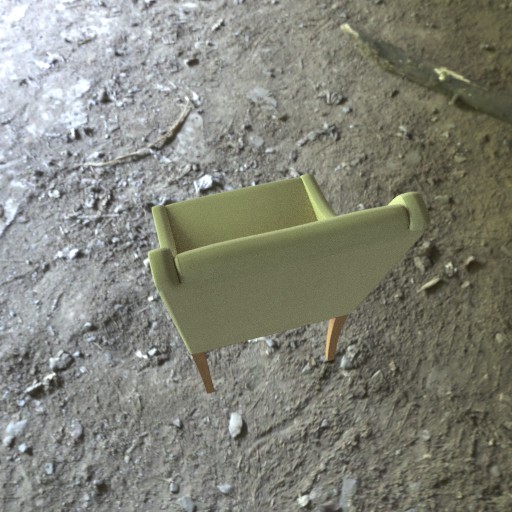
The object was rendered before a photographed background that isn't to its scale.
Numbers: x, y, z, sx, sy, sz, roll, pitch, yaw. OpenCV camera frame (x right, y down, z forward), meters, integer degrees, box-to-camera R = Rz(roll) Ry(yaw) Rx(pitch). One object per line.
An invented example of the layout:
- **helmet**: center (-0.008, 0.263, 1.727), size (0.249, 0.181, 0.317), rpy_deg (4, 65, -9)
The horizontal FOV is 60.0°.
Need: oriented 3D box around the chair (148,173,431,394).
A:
- **chair**: center (0.000, 0.000, 1.367), size (0.575, 1.021, 0.611), rpy_deg (-13, 60, -8)
